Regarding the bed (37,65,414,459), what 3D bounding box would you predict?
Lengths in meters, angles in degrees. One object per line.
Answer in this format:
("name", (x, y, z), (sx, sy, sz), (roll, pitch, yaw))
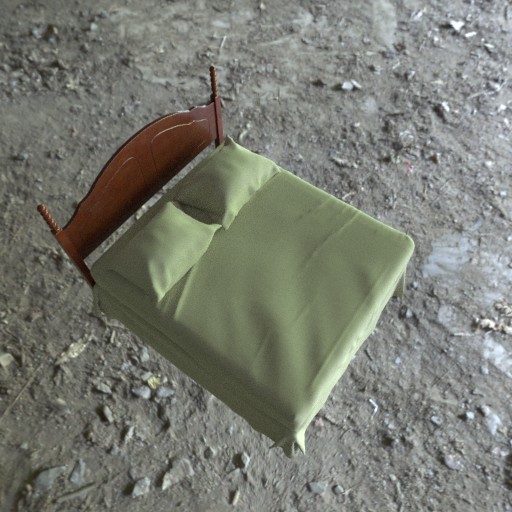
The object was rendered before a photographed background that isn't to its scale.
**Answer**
("bed", (0.000, 0.000, 3.214), (2.040, 1.356, 1.873), (32, 64, 18))
